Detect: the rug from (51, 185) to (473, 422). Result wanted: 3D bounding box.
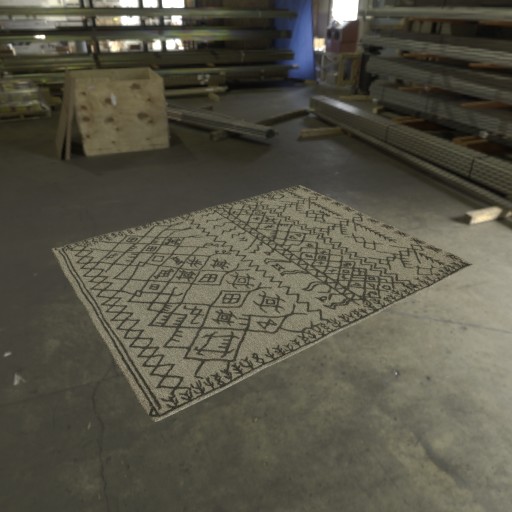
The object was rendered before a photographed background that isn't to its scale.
[{"bbox_3d":[0.000,0.000,3.261,2.455,0.025,1.964,-19,34,-29],"label":"rug"}]
